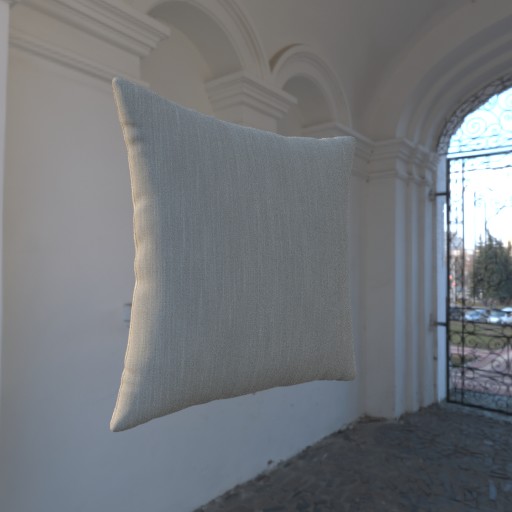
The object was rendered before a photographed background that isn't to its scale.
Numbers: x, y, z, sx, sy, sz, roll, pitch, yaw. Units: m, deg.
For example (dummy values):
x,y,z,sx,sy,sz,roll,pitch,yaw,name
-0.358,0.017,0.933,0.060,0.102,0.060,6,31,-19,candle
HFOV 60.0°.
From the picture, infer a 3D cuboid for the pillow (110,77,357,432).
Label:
x,y,z,sx,sy,sz,roll,pitch,yaw,name
0.000,0.000,0.782,0.511,0.509,0.161,1,-2,-36,pillow
